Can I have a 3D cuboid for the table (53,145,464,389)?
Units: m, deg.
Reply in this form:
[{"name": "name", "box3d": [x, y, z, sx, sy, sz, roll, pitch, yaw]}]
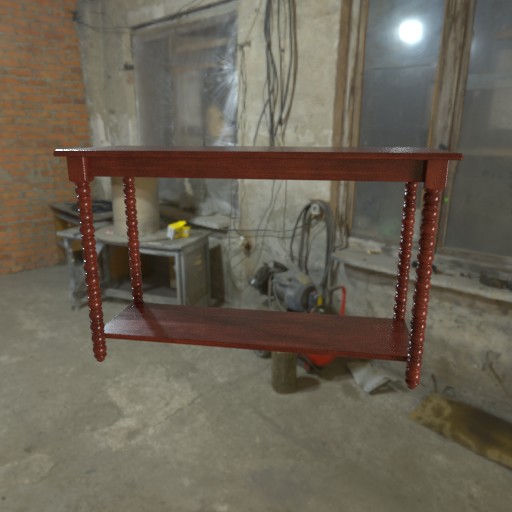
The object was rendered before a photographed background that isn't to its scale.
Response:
[{"name": "table", "box3d": [0.000, 0.000, 1.569, 1.184, 0.740, 0.459, 3, 16, 9]}]
